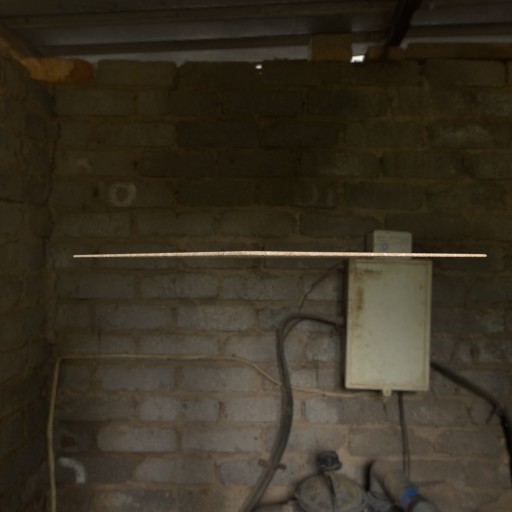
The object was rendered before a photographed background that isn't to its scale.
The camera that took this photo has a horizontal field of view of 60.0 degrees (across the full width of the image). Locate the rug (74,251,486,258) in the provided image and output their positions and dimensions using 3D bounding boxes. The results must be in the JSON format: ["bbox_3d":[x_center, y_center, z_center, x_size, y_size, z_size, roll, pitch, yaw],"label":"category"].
[{"bbox_3d":[0.000,0.000,4.095,2.420,0.019,3.039,0,0,-37],"label":"rug"}]
